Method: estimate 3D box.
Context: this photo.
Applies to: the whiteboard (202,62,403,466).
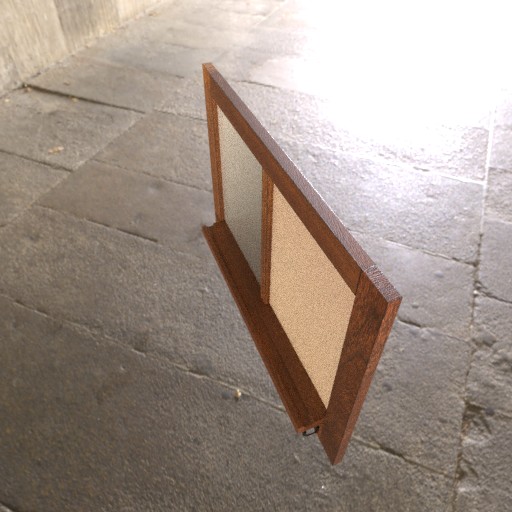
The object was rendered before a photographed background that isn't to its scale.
[{"bbox_3d":[0.000,0.000,0.999,0.083,0.559,0.783,-16,48,-15],"label":"whiteboard"}]
